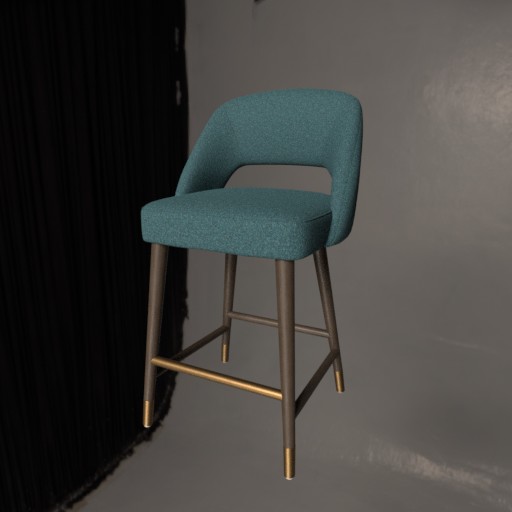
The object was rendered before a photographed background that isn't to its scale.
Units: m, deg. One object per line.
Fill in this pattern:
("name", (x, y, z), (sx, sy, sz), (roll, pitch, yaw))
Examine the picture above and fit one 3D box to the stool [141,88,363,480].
("stool", (0.000, 0.000, 1.261), (0.536, 0.939, 0.522), (7, 16, 26))
